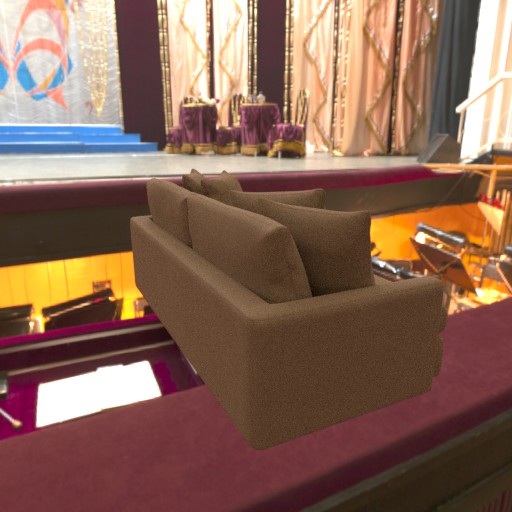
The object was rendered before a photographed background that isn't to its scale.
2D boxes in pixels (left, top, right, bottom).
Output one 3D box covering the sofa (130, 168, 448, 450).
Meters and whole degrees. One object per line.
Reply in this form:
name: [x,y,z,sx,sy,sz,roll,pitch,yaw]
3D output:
sofa: [0.000,0.000,3.027,1.228,1.084,2.380,-8,18,-26]
